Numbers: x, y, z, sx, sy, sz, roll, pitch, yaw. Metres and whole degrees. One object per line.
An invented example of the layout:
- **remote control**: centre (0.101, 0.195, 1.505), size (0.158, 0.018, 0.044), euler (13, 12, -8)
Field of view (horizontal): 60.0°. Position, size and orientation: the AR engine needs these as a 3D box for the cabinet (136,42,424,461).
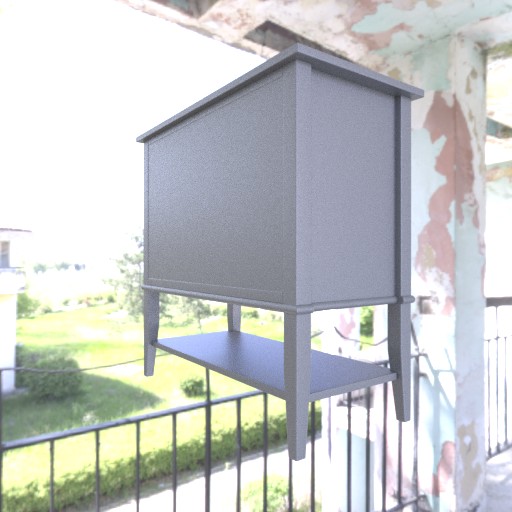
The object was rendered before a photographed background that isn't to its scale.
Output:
- **cabinet**: centre (0.000, 0.000, 1.248), size (0.396, 0.780, 0.801), euler (0, 0, -36)
